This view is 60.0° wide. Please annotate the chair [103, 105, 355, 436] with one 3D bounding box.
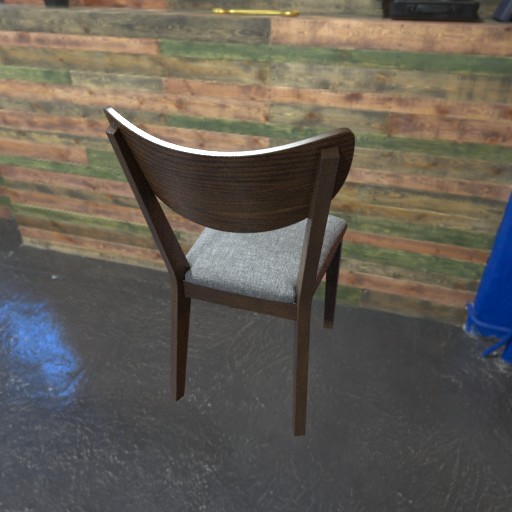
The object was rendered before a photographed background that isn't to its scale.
[{"bbox_3d":[0.000,0.000,1.191,0.491,0.849,0.583,10,34,16],"label":"chair"}]
